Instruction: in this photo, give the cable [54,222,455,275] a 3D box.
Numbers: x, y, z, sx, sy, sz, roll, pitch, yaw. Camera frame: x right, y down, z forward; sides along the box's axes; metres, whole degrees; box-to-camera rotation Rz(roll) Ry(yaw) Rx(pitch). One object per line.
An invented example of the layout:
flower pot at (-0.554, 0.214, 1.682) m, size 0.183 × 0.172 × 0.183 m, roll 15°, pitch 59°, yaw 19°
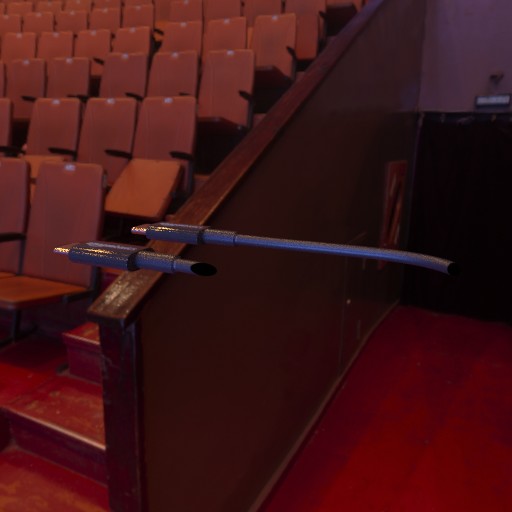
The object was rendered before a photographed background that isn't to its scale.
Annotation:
cable at (0.000, 0.000, 0.111) m, size 0.098 × 0.005 × 0.041 m, roll 7°, pitch 16°, yaw 25°
